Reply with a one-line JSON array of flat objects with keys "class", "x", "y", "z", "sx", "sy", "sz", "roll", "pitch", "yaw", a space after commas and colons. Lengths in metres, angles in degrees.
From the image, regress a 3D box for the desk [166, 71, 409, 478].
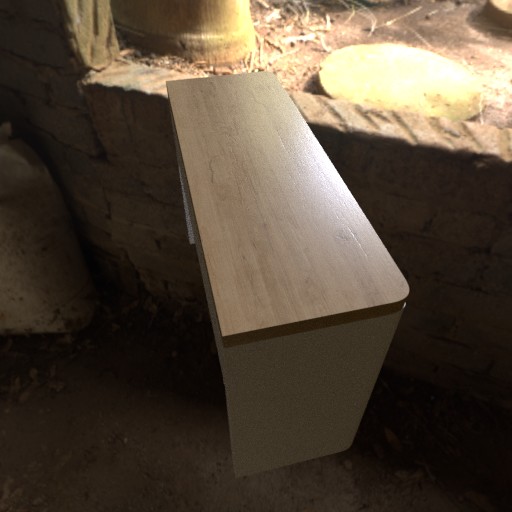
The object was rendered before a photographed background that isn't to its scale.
[{"class": "desk", "x": 0.000, "y": 0.000, "z": 1.487, "sx": 0.390, "sy": 0.760, "sz": 1.100, "roll": -10, "pitch": 46, "yaw": -9}]
